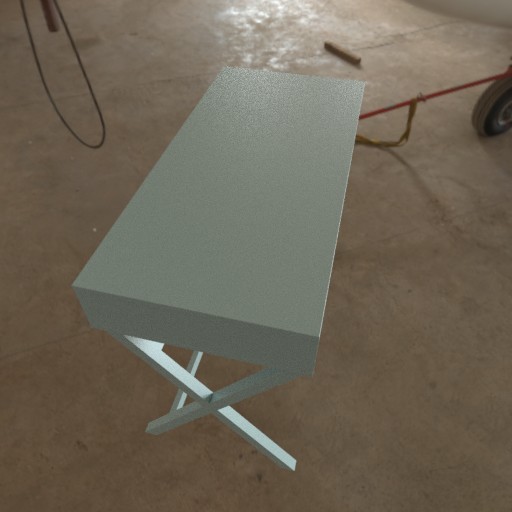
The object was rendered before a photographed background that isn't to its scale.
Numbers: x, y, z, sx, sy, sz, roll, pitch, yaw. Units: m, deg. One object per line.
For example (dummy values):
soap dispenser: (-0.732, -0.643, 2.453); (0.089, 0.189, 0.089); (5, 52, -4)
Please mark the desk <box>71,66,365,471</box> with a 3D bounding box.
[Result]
desk: (0.000, 0.000, 1.488); (0.509, 0.780, 1.059); (10, 47, 10)
